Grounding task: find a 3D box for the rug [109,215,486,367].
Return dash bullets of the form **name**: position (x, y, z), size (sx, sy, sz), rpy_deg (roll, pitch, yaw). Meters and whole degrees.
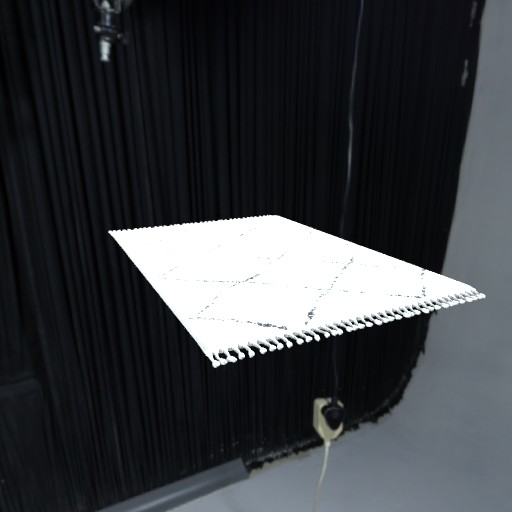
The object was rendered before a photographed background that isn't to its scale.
- **rug**: position (0.000, 0.000, 2.893), size (1.494, 0.031, 2.307), rpy_deg (-8, 19, -25)
